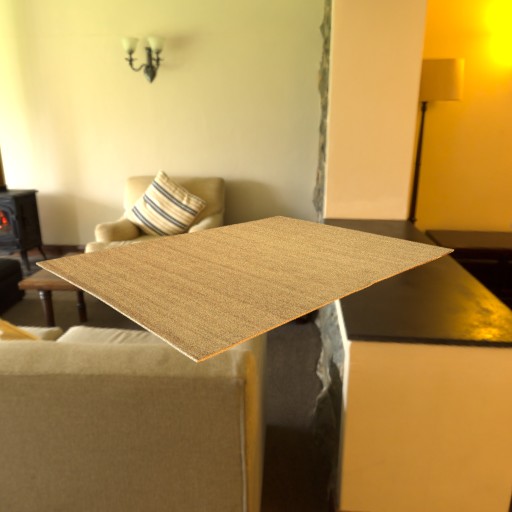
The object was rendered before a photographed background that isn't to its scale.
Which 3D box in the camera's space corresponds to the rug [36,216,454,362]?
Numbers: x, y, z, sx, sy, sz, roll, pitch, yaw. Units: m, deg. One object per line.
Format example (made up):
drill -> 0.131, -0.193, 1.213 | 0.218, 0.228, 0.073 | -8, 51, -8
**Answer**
rug -> 0.000, 0.000, 4.231 | 3.202, 0.045, 2.434 | -15, 22, -41
